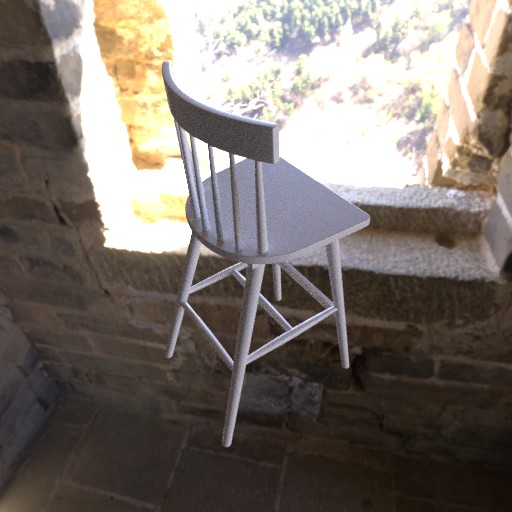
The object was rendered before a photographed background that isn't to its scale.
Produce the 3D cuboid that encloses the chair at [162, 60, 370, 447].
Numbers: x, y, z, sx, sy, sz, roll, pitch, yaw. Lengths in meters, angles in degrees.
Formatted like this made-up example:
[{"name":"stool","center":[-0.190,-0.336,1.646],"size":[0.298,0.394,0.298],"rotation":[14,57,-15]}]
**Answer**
[{"name":"chair","center":[0.000,0.000,1.386],"size":[0.572,1.092,0.483],"rotation":[-24,46,-25]}]
